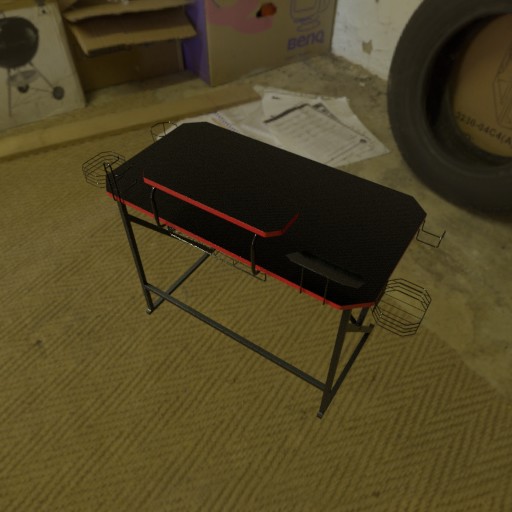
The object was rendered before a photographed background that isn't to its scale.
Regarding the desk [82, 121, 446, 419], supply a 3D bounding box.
[{"bbox_3d":[0.000,0.000,1.714,1.280,0.913,0.588,26,52,22],"label":"desk"}]
